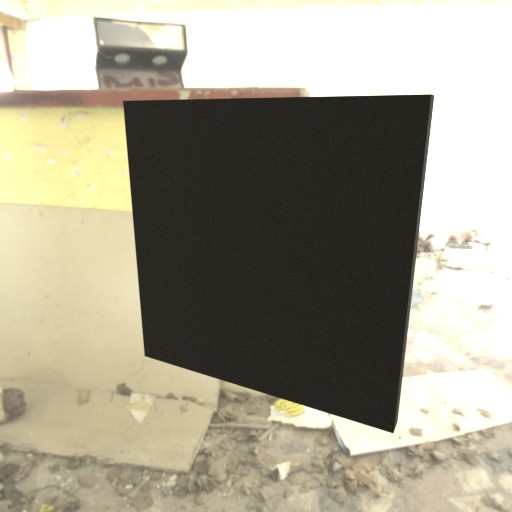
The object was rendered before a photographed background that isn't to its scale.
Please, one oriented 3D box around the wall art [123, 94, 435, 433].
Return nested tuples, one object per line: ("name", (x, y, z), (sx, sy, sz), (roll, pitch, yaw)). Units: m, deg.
("wall art", (0.000, 0.000, 0.683), (0.462, 0.458, 0.030), (9, 20, 26))
